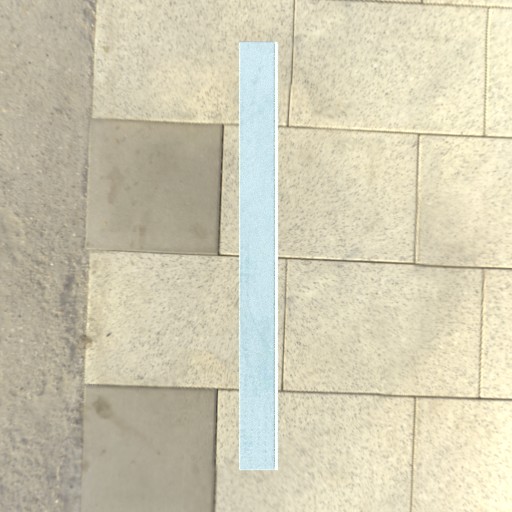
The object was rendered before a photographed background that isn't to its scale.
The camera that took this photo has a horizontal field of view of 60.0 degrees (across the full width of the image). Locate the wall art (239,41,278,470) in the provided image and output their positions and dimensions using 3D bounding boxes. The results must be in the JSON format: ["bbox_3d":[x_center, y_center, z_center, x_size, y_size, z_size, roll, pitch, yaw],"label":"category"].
[{"bbox_3d":[0.000,0.000,0.677,0.037,0.509,0.409,0,90,-1],"label":"wall art"}]
